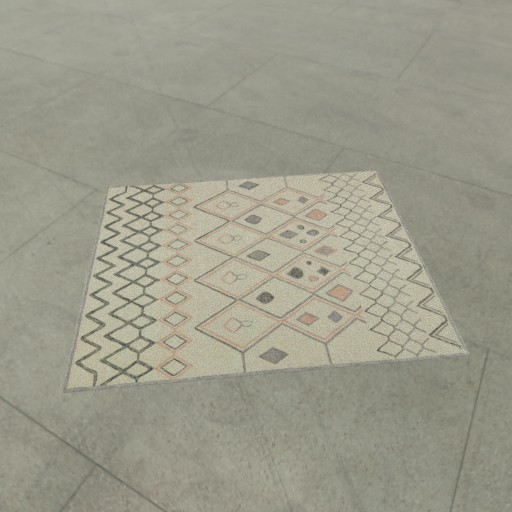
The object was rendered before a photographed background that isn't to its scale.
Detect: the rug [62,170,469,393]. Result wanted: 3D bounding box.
[{"bbox_3d":[0.000,0.000,4.134,3.050,0.016,2.441,-4,46,-4],"label":"rug"}]
